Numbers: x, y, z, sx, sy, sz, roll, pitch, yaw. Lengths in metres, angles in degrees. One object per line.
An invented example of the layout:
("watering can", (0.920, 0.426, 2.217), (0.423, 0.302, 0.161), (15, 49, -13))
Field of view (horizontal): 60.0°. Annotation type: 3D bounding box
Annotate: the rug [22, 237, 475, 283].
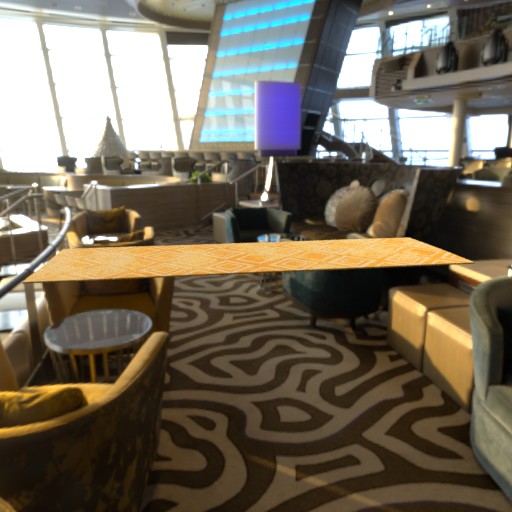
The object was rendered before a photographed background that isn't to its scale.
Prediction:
("rug", (0.000, 0.000, 2.722), (2.438, 0.010, 0.775), (-2, 13, -9))
